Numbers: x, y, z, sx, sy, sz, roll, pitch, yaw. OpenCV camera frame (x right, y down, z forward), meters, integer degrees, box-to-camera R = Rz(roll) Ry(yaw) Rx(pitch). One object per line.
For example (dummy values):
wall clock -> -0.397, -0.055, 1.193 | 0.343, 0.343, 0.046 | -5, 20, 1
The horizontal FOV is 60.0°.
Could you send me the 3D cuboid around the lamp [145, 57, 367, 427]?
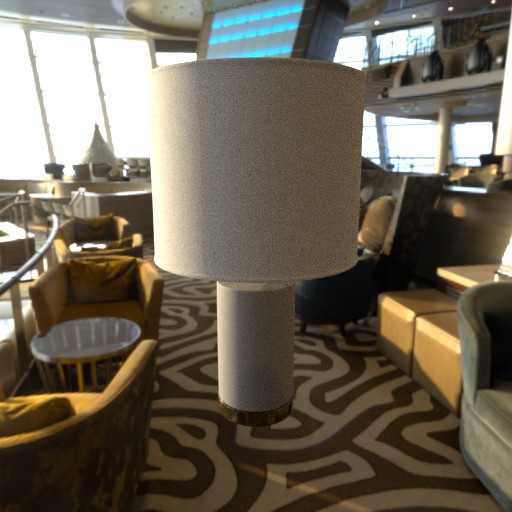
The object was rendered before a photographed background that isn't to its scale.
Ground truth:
lamp -> 0.000, 0.000, 0.511 | 0.229, 0.380, 0.229 | 0, 12, 0
